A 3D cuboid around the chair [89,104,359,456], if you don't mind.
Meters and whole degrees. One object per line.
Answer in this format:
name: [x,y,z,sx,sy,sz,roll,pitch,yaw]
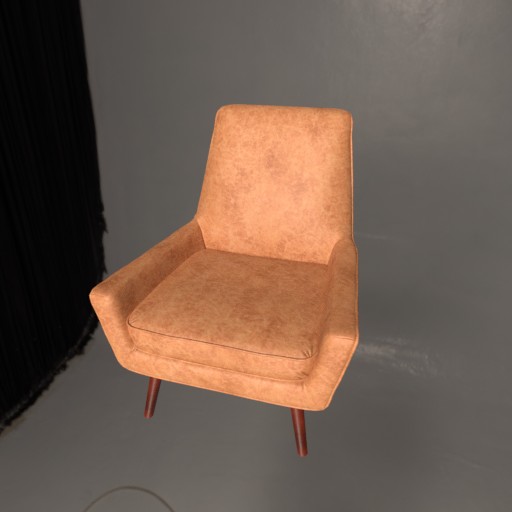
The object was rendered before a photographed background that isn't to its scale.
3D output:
chair: [0.000,0.000,1.511,0.753,0.883,0.851,8,28,15]
